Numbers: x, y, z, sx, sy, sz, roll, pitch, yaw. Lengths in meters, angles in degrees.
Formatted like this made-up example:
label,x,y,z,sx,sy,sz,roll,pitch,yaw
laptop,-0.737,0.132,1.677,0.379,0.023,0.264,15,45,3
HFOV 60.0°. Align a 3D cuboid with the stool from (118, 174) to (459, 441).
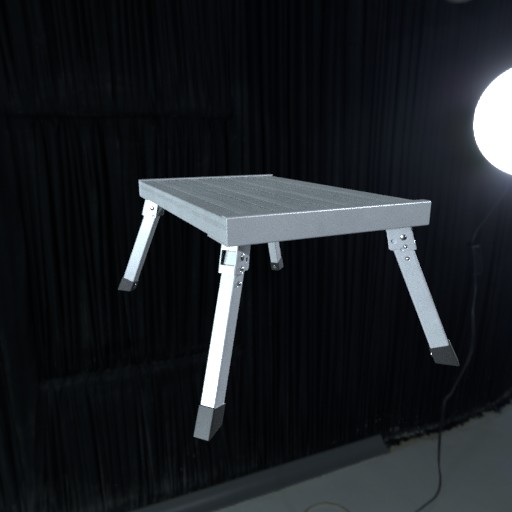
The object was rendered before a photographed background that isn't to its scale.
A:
label,x,y,z,sx,sy,sz,roll,pitch,yaw
stool,0.000,0.000,0.735,0.385,0.225,0.535,-7,17,-24
